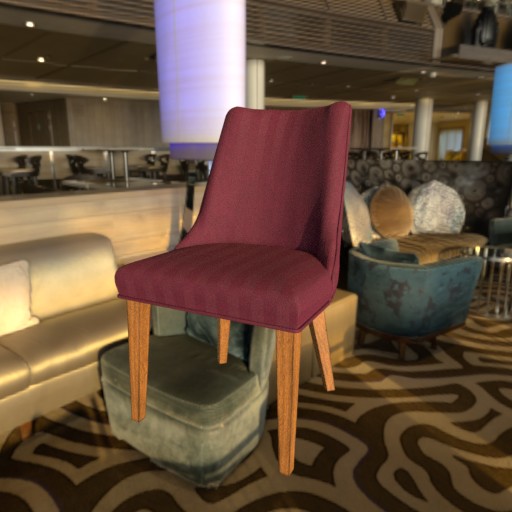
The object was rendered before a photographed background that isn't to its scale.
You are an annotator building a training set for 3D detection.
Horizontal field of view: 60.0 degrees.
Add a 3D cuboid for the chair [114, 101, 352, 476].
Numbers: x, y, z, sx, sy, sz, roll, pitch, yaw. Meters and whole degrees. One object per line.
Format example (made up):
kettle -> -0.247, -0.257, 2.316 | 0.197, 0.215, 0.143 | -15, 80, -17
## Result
chair -> 0.000, 0.000, 1.351 | 0.548, 0.916, 0.638 | 7, 15, 27
